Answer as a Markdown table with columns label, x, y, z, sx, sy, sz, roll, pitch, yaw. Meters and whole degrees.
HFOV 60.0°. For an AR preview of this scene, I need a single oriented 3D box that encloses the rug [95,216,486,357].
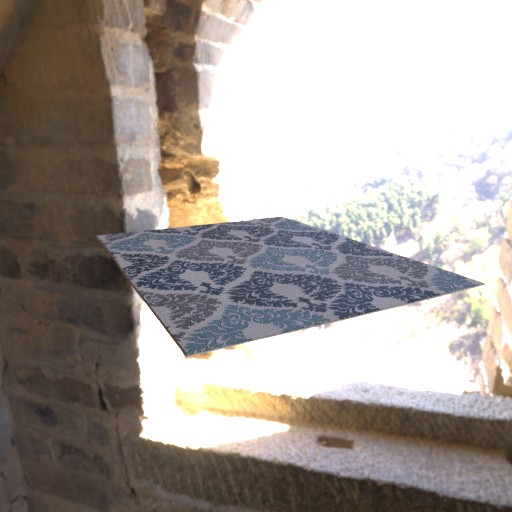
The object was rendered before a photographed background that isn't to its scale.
| label | x | y | z | sx | sy | sz | roll | pitch | yaw |
| --- | --- | --- | --- | --- | --- | --- | --- | --- | --- |
| rug | 0.000 | 0.000 | 4.148 | 2.423 | 0.014 | 3.040 | -8 | 18 | -27 |
